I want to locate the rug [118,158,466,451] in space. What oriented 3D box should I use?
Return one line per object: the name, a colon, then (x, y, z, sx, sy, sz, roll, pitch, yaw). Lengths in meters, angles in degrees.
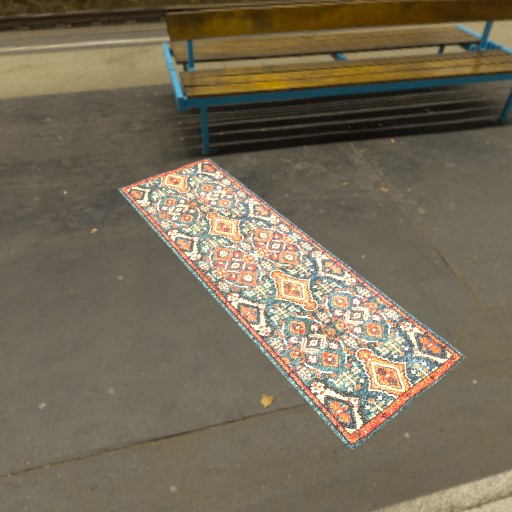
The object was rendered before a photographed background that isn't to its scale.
rug: (0.000, 0.000, 2.758, 0.801, 0.010, 2.459, -26, 48, -26)
